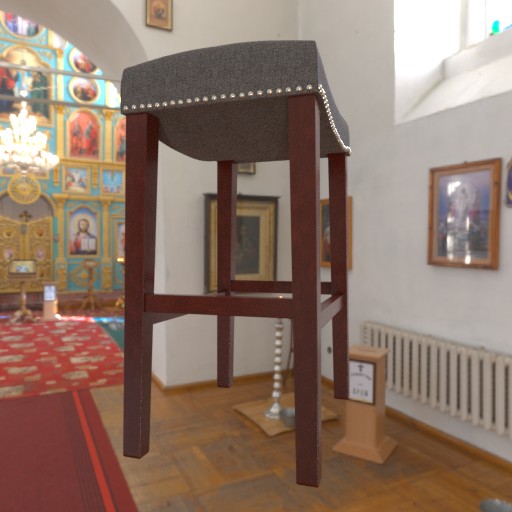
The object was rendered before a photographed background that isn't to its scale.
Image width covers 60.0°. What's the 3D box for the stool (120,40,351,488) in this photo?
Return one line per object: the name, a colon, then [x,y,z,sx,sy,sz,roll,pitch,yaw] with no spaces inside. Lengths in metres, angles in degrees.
stool: [0.000,0.000,0.990,0.372,0.742,0.504,0,0,18]
